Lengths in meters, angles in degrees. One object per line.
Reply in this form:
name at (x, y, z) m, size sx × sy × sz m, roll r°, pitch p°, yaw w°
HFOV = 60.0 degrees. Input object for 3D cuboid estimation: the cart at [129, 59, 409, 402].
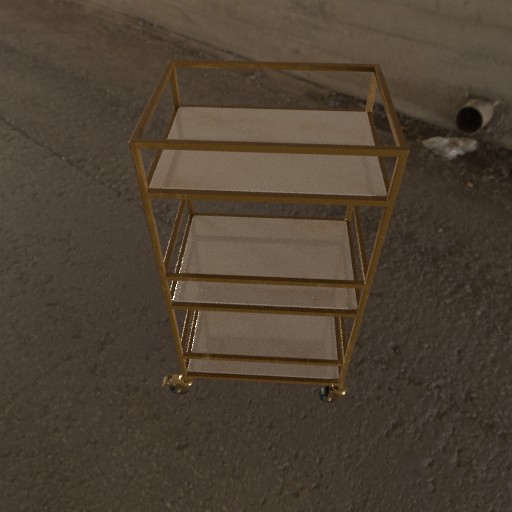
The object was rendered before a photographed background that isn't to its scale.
cart at (0.000, 0.000, 1.018) m, size 0.483 × 0.761 × 0.332 m, roll 2°, pitch 45°, yaw 2°
